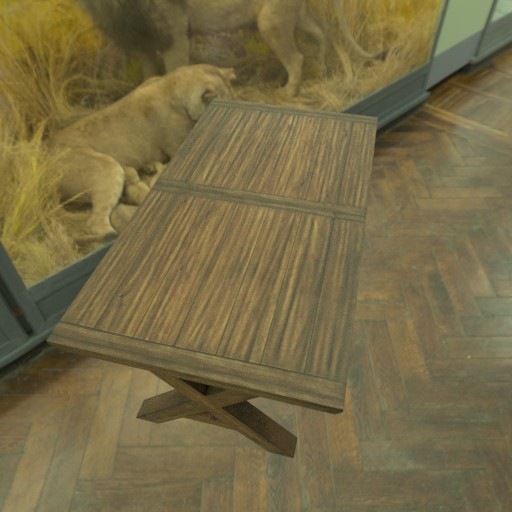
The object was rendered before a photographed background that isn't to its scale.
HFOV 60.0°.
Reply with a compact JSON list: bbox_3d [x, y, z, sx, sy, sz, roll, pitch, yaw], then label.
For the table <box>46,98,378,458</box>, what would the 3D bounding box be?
[{"bbox_3d":[0.000,0.000,2.461,1.071,0.793,1.966,10,46,10],"label":"table"}]
